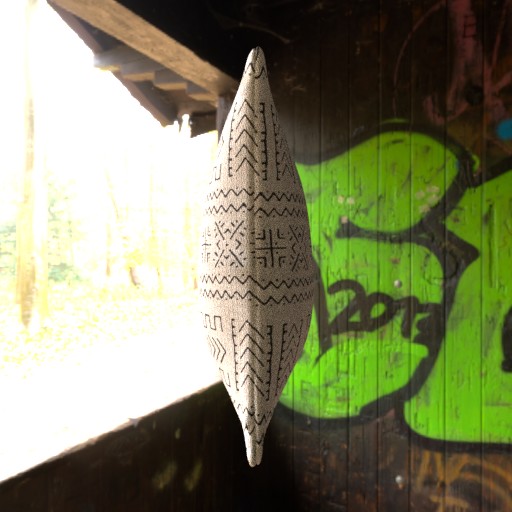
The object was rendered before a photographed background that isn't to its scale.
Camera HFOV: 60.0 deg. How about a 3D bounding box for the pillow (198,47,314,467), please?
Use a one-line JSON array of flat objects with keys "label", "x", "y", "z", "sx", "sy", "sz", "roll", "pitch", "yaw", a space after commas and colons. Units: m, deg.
[{"label": "pillow", "x": 0.000, "y": 0.000, "z": 0.666, "sx": 0.164, "sy": 0.430, "sz": 0.438, "roll": 0, "pitch": 0, "yaw": 0}]
